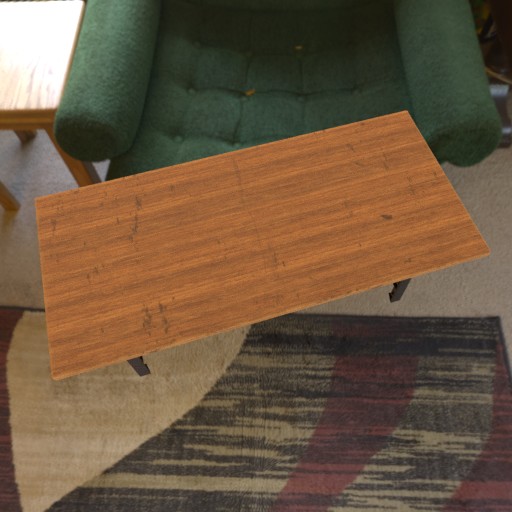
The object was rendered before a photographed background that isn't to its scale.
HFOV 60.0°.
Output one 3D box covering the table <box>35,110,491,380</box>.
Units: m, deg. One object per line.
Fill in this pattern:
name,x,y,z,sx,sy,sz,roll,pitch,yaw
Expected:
table,0.000,0.000,2.661,2.200,0.757,1.000,-15,65,-7
